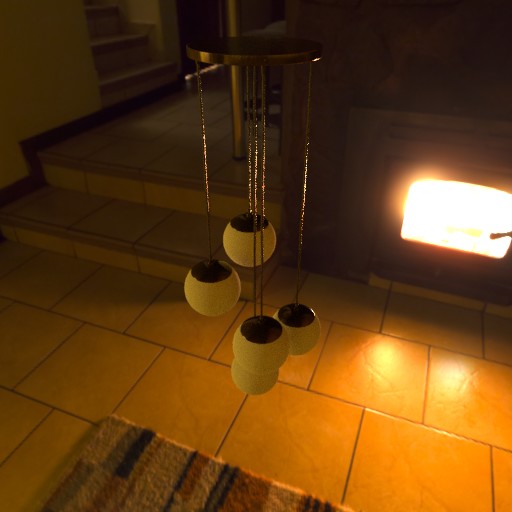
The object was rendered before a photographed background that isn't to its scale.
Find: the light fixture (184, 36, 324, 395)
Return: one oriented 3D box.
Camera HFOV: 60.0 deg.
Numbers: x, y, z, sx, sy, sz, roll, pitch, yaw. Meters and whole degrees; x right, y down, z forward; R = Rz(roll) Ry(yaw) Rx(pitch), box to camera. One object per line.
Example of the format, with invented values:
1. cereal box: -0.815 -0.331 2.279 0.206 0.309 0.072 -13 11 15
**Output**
1. light fixture: 0.000 0.000 1.464 0.484 1.271 0.489 1 33 2
